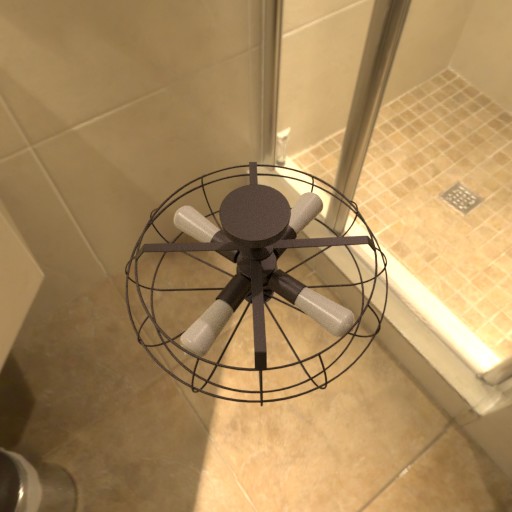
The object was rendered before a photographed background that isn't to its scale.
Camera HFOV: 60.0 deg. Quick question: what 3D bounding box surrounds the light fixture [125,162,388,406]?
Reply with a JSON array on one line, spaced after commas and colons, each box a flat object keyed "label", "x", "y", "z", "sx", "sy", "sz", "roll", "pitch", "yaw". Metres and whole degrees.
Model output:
[{"label": "light fixture", "x": 0.000, "y": 0.000, "z": 0.944, "sx": 0.582, "sy": 0.311, "sz": 0.582, "roll": 0, "pitch": 58, "yaw": 0}]
